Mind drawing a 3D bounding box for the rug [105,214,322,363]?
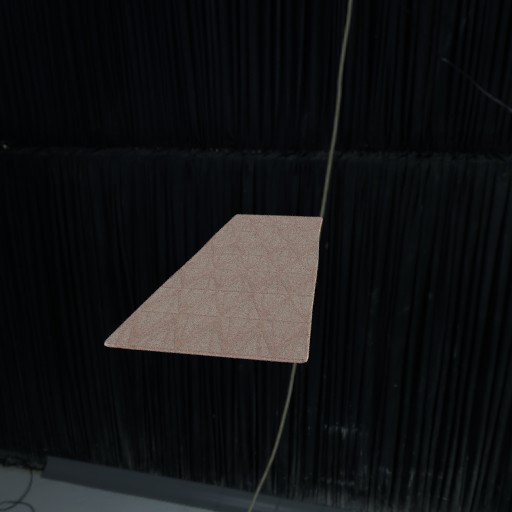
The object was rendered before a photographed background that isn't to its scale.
[{"bbox_3d":[0.000,0.000,2.727,0.760,0.015,2.435,3,17,9],"label":"rug"}]
